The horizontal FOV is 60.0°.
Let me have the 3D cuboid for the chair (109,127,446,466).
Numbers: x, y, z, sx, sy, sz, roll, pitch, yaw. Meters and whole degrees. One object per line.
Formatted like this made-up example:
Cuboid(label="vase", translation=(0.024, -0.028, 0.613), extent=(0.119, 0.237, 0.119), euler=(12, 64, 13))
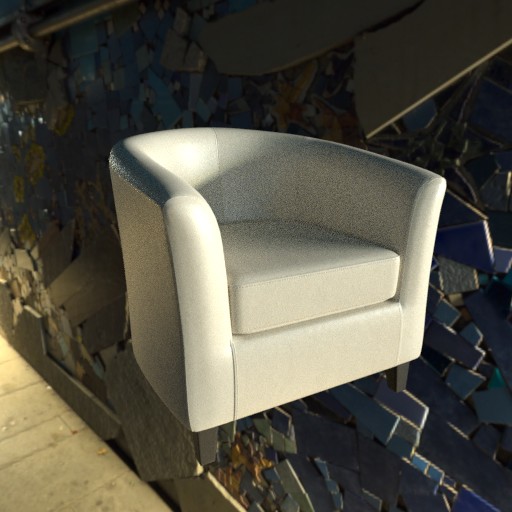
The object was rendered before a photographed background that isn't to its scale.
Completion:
Cuboid(label="chair", translation=(0.000, 0.000, 1.350), extent=(0.792, 0.756, 0.727), euler=(-8, 18, -28))
